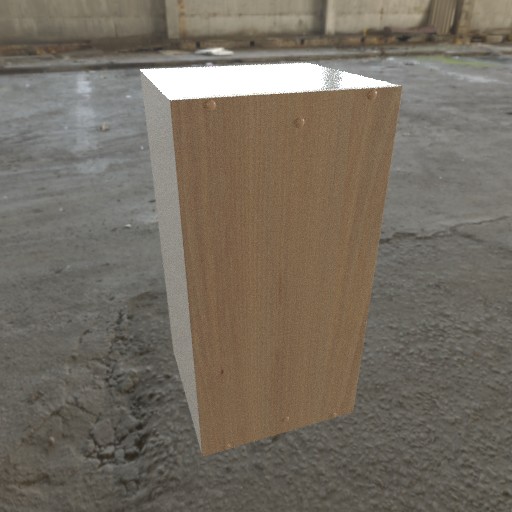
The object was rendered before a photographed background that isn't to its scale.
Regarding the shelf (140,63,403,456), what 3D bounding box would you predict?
[{"bbox_3d":[0.000,0.000,0.786,0.297,0.594,0.290,-10,31,-17],"label":"shelf"}]
